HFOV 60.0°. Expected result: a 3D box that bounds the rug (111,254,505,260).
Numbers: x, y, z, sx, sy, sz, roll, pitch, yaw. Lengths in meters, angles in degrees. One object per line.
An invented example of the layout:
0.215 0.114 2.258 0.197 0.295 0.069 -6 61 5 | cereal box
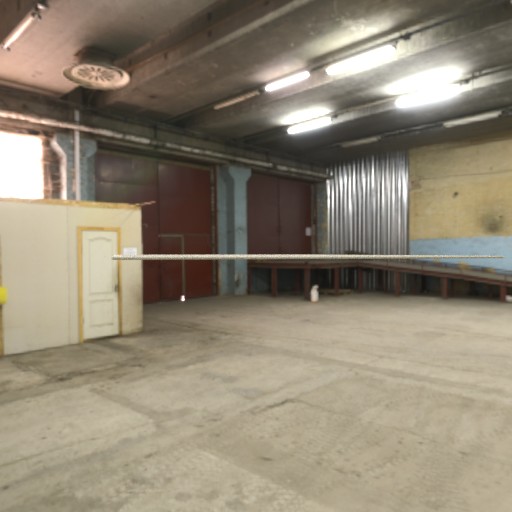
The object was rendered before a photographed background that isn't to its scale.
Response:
0.000 0.000 3.968 2.441 0.015 3.050 0 0 -18 | rug
